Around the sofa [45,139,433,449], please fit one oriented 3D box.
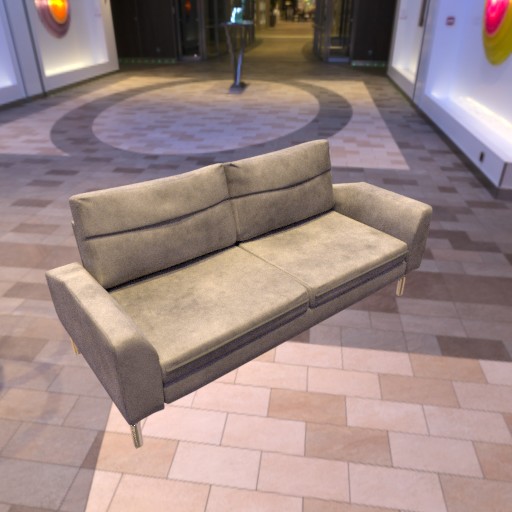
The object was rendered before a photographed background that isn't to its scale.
[{"bbox_3d":[0.000,0.000,2.278,1.837,0.859,0.849,-21,36,-33],"label":"sofa"}]
